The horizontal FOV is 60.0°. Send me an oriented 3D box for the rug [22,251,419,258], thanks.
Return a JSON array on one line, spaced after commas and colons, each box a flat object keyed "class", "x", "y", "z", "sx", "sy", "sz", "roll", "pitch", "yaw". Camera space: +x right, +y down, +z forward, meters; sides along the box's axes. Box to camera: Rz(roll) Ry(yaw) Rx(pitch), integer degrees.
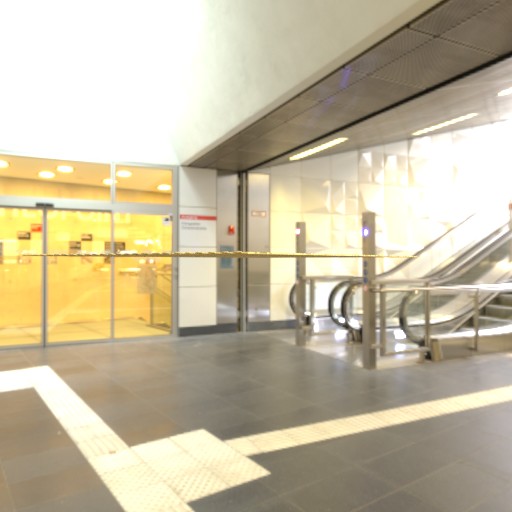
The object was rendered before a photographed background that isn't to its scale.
[{"class": "rug", "x": 0.000, "y": 0.000, "z": 3.033, "sx": 1.539, "sy": 0.011, "sz": 2.410, "roll": 0, "pitch": -1, "yaw": 35}]
